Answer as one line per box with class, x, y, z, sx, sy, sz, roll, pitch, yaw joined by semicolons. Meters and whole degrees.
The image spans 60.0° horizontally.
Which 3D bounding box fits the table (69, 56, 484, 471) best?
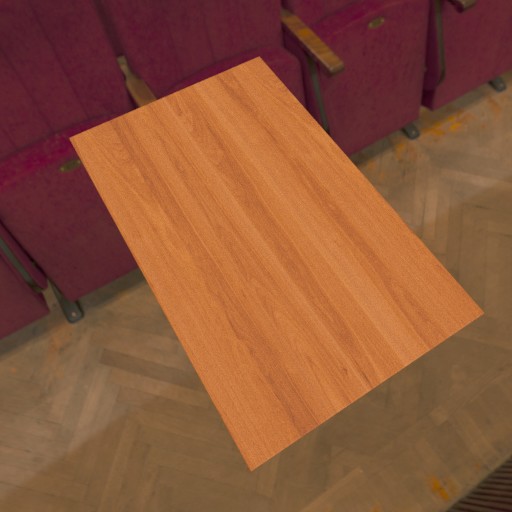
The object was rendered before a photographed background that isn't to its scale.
table;0.000;0.000;1.490;0.700;0.510;1.100;-29;67;-13
